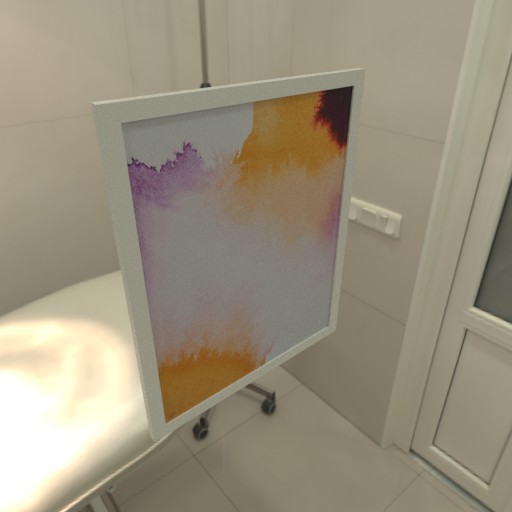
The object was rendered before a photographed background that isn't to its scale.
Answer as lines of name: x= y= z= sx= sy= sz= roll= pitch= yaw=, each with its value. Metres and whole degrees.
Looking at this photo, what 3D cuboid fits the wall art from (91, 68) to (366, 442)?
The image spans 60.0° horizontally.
wall art: x=0.000 y=0.000 z=0.619 sx=0.382 sy=0.456 sz=0.013 roll=-23 pitch=37 yaw=-34
